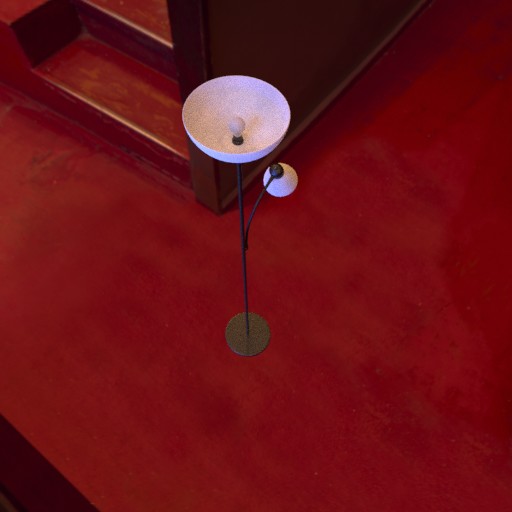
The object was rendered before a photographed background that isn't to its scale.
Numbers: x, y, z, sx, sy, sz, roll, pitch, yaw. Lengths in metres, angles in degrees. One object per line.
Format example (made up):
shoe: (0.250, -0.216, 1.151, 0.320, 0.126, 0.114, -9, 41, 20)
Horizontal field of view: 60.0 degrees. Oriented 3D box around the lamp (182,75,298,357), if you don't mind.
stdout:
lamp: (0.000, 0.000, 1.939, 0.279, 1.804, 0.442, 32, 67, 16)
